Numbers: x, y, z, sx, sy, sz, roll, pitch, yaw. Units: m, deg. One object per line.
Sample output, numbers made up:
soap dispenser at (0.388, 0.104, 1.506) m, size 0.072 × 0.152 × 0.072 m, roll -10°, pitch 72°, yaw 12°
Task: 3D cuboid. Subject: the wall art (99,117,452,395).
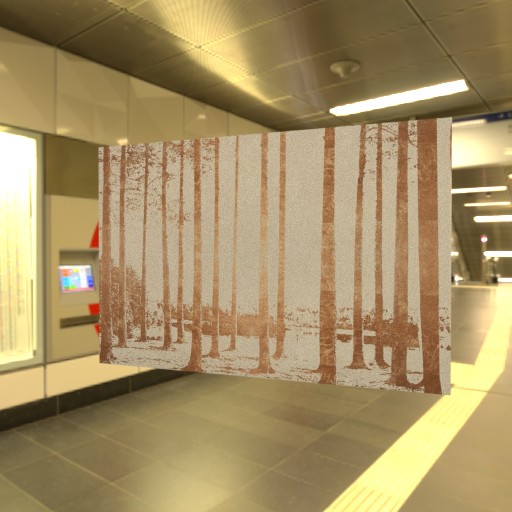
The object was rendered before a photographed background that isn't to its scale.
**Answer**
wall art at (0.000, 0.000, 0.755) m, size 0.609 × 0.405 × 0.035 m, roll 0°, pitch 1°, yaw 18°
